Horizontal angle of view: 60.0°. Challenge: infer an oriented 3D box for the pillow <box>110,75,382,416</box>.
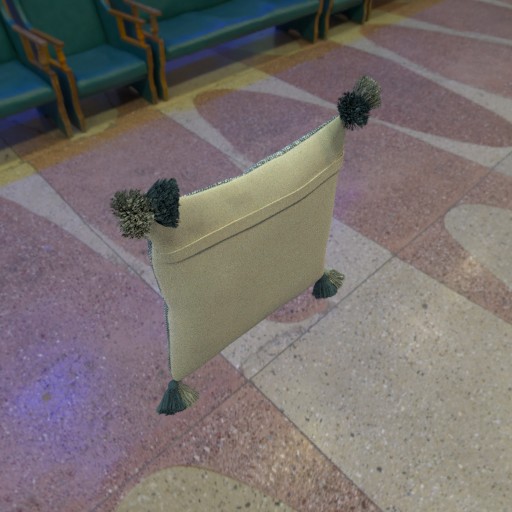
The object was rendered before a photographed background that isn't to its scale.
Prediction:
[{"bbox_3d":[0.000,0.000,0.924,0.614,0.634,0.138,-32,54,-27],"label":"pillow"}]
